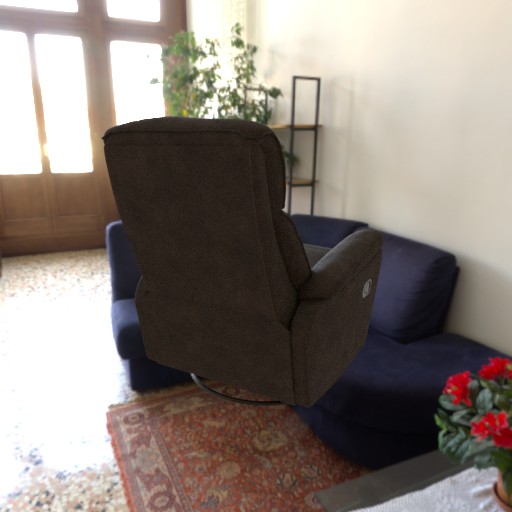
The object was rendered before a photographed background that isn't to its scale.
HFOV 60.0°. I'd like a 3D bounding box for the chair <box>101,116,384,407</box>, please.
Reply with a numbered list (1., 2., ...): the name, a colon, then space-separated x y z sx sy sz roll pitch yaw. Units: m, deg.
1. chair: 0.000 0.000 1.774 0.830 1.035 1.009 8 17 28
